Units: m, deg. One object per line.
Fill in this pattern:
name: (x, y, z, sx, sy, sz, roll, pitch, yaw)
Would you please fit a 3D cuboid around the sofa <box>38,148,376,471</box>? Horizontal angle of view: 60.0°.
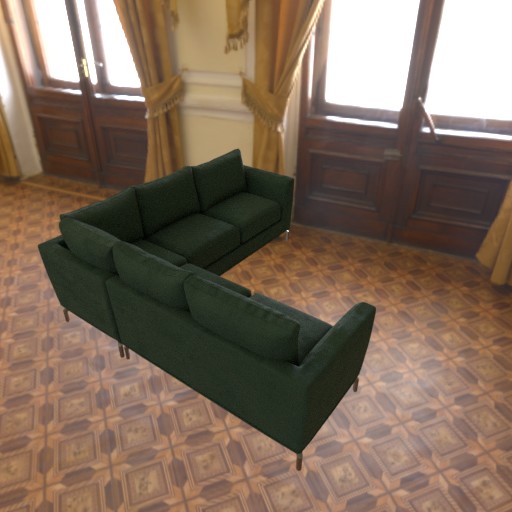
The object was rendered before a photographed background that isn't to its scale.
sofa: (0.000, 0.000, 3.798, 2.468, 1.004, 2.452, 21, 37, 31)
